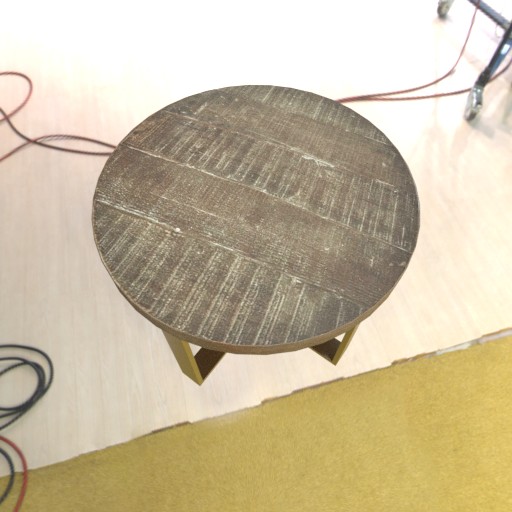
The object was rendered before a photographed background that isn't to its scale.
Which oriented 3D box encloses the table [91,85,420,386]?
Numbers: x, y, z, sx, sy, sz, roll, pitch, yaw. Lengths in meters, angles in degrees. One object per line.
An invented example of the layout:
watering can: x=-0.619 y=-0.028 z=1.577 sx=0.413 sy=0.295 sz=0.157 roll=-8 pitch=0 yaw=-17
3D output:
table: x=0.000 y=0.000 z=0.951 sx=0.557 sy=0.437 sz=0.557 roll=0 pitch=59 yaw=0
